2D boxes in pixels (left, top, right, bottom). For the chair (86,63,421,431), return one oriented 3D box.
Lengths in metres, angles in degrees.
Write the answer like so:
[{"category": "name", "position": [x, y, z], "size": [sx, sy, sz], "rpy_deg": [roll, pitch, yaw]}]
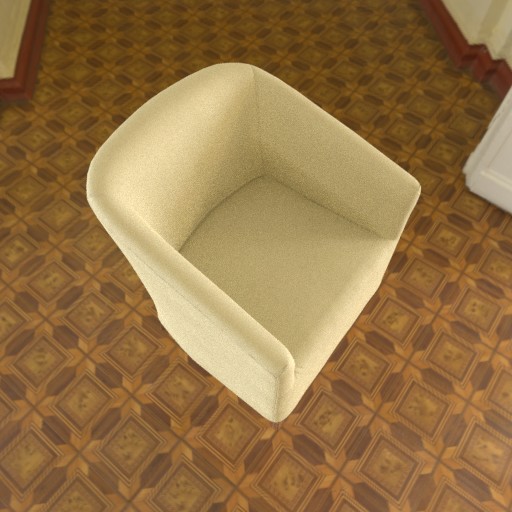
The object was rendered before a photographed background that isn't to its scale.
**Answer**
[{"category": "chair", "position": [0.000, 0.000, 1.326], "size": [0.657, 0.822, 0.643], "rpy_deg": [33, 64, 18]}]
